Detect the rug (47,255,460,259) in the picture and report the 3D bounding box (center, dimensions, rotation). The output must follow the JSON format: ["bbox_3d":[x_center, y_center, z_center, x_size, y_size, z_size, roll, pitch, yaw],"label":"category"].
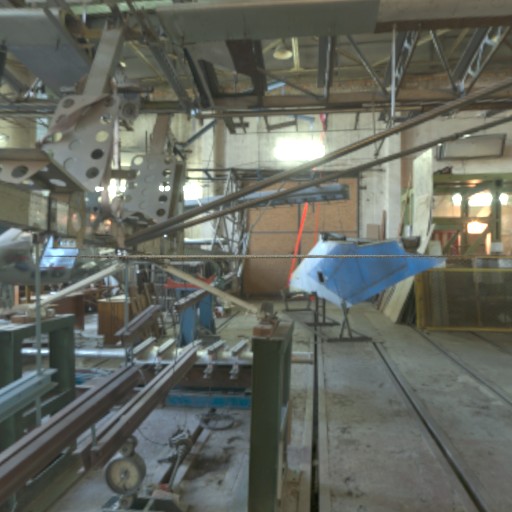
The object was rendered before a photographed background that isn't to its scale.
[{"bbox_3d":[0.000,0.000,4.189,3.221,0.011,2.379,0,0,-38],"label":"rug"}]
